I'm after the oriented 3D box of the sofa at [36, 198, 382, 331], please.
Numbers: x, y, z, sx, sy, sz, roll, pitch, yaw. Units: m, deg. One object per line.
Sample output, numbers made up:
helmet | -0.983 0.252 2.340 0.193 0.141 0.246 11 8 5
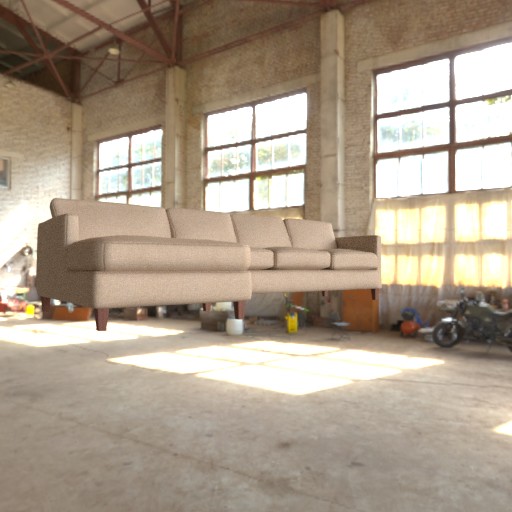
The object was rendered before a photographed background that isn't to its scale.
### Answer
sofa | 0.000 0.000 3.805 3.201 0.876 1.502 1 -2 -37
